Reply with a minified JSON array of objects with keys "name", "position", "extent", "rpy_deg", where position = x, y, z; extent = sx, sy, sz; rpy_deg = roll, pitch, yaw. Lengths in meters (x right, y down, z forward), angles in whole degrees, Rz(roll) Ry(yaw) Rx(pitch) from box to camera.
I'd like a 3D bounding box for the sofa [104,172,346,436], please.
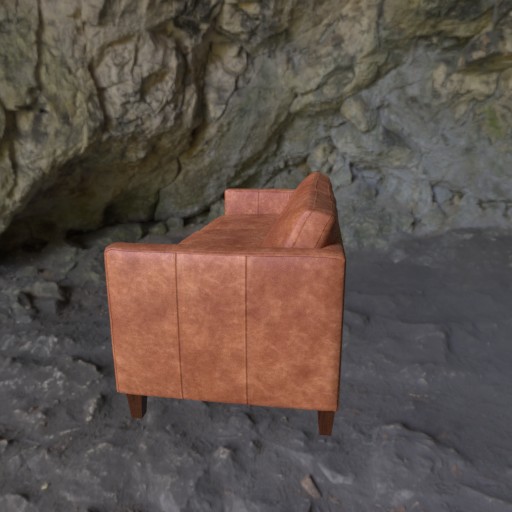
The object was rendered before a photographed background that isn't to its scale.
[{"name":"sofa","position":[0.000,0.000,2.970],"extent":[1.045,1.006,2.464],"rpy_deg":[2,14,8]}]
